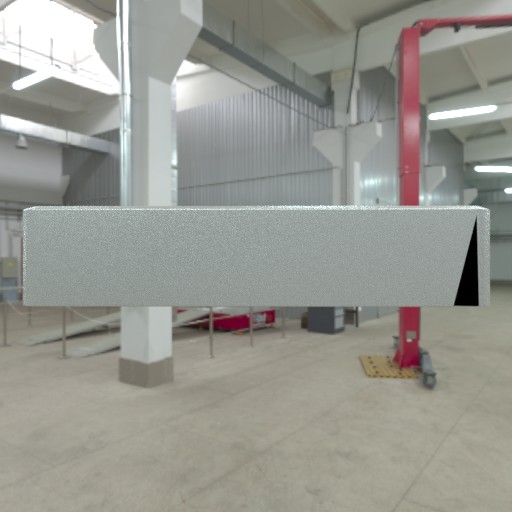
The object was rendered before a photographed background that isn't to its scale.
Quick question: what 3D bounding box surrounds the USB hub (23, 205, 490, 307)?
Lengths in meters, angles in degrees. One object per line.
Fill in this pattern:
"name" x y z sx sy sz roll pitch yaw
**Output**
"USB hub" 0.000 0.000 0.123 0.110 0.023 0.044 0 0 1
